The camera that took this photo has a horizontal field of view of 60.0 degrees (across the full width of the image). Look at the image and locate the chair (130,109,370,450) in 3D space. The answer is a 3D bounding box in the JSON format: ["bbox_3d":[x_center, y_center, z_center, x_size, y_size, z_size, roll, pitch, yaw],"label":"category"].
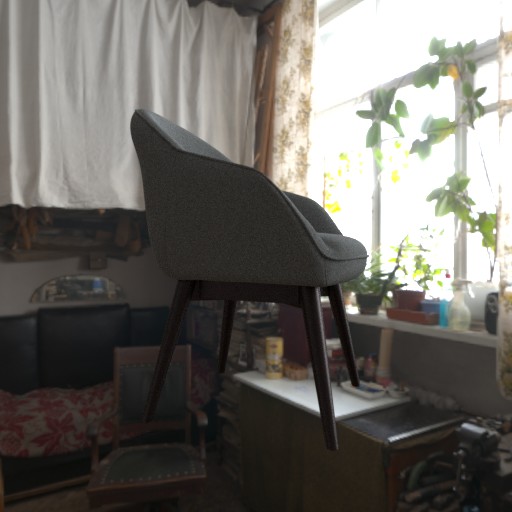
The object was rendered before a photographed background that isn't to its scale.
[{"bbox_3d":[0.000,0.000,1.238,0.611,0.810,0.589,0,1,19],"label":"chair"}]
